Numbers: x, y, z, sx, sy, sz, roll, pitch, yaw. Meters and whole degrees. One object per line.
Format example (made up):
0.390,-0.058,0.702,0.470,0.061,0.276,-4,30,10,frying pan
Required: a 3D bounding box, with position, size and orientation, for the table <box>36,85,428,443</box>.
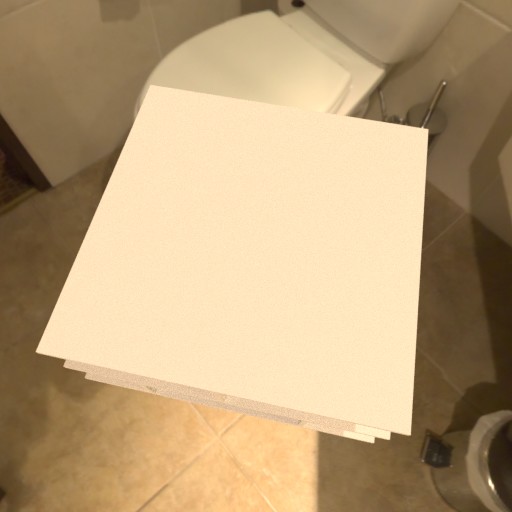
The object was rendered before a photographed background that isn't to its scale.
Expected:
0.000,0.000,1.081,0.700,0.289,0.700,11,65,5,table
